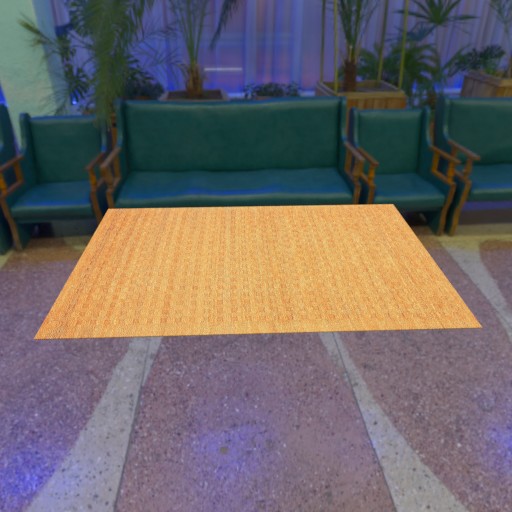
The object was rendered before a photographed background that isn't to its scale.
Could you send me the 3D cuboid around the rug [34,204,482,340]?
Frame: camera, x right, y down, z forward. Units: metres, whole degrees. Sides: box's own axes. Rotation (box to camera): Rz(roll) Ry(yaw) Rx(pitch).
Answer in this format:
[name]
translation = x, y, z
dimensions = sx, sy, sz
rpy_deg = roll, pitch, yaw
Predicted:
[rug]
translation = 0.000, 0.000, 2.908
dimensions = 2.285, 0.006, 1.524
rpy_deg = -1, 31, -2
